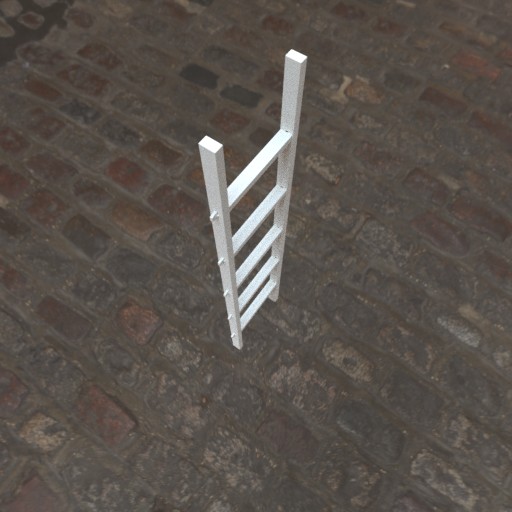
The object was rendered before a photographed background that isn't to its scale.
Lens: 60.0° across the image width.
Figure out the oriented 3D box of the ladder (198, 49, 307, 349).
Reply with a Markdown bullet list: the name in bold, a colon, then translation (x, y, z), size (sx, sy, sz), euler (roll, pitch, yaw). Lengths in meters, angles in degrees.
- **ladder**: translation (0.000, 0.000, 1.925), size (0.051, 1.797, 0.452), euler (33, 68, 15)
